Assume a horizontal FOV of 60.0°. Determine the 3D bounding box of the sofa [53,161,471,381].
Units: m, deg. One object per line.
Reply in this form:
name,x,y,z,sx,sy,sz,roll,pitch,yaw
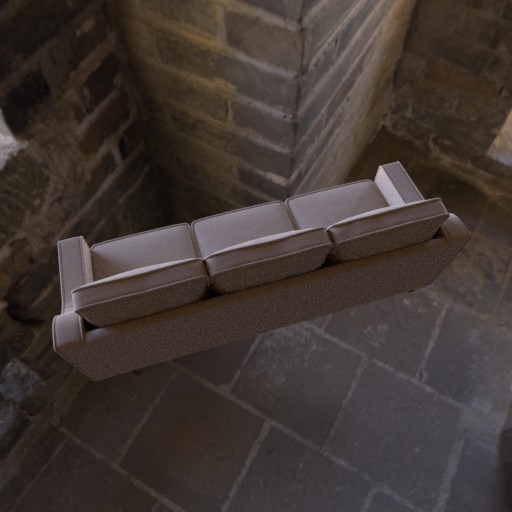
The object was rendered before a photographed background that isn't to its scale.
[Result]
sofa,0.000,0.000,2.589,2.131,0.902,0.791,-14,58,-9
